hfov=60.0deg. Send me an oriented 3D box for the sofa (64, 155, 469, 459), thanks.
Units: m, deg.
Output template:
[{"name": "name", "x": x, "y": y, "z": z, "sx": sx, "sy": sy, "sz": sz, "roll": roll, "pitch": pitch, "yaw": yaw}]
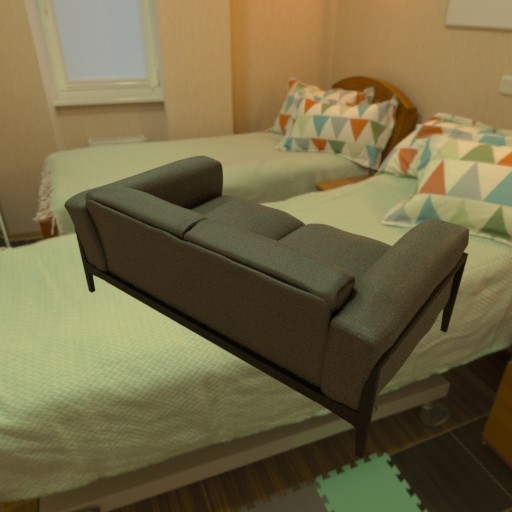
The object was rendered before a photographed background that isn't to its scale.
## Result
[{"name": "sofa", "x": 0.000, "y": 0.000, "z": 2.148, "sx": 1.690, "sy": 0.656, "sz": 0.960, "roll": 22, "pitch": 36, "yaw": 33}]
